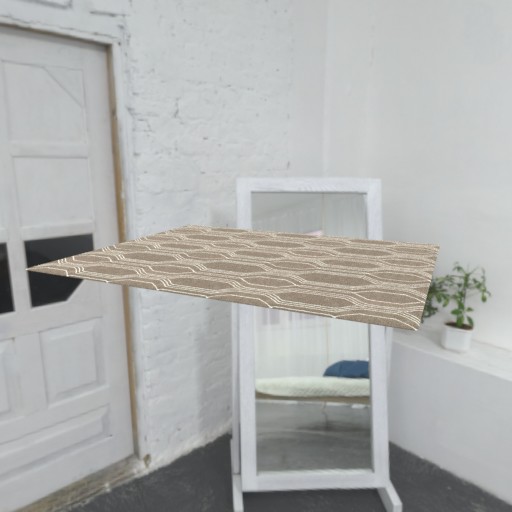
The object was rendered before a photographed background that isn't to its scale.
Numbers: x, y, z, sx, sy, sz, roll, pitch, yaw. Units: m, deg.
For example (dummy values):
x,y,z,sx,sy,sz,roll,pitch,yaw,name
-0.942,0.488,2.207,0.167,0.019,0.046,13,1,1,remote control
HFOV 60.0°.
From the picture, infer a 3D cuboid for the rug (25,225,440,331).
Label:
x,y,z,sx,sy,sz,roll,pitch,yaw,name
0.000,0.000,4.117,3.062,0.012,2.457,6,15,24,rug
